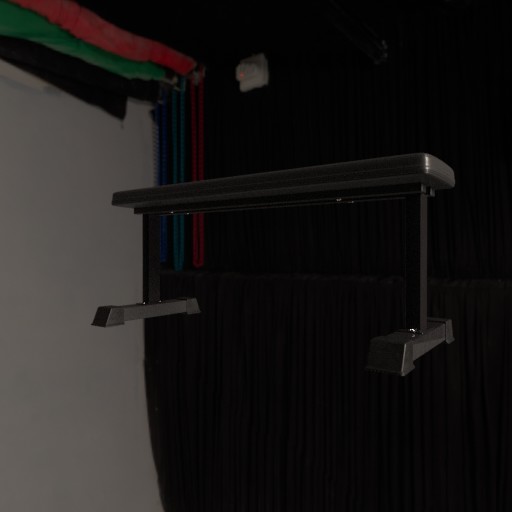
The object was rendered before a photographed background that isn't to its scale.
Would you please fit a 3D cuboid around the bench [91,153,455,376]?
[{"bbox_3d":[0.000,0.000,1.323,1.072,0.453,0.439,0,1,36],"label":"bench"}]
